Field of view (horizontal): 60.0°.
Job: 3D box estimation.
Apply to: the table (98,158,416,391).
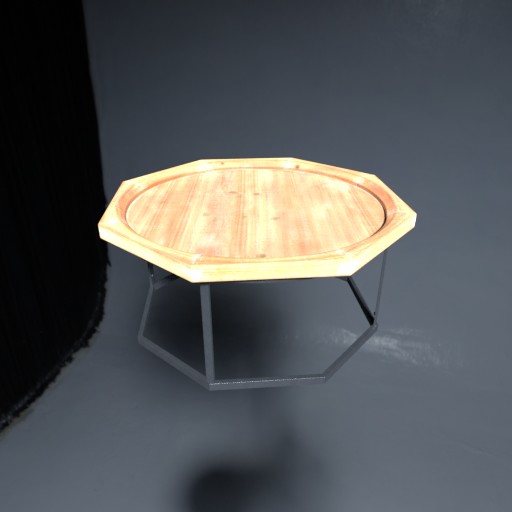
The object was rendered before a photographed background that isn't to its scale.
[{"bbox_3d":[0.000,0.000,1.554,1.002,0.444,1.002,0,27,0],"label":"table"}]
